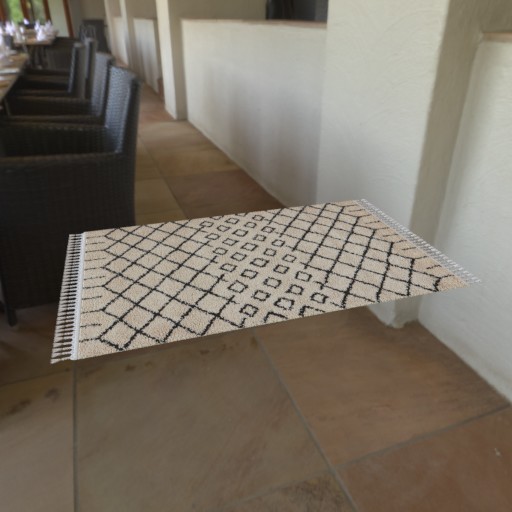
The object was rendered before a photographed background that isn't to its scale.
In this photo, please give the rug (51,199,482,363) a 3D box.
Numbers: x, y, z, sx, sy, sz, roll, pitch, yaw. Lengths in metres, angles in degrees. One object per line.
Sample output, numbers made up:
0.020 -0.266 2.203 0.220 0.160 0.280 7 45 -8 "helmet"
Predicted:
0.000 0.000 2.449 2.006 0.008 1.196 -8 30 -15 "rug"
